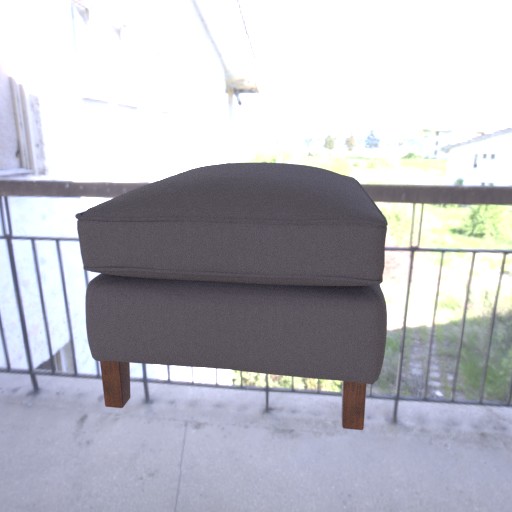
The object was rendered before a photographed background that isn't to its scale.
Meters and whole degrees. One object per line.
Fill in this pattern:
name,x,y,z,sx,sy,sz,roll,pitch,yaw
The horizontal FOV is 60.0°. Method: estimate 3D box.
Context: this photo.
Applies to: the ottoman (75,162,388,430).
ottoman,0.000,0.000,0.990,0.508,0.406,0.686,2,15,8
